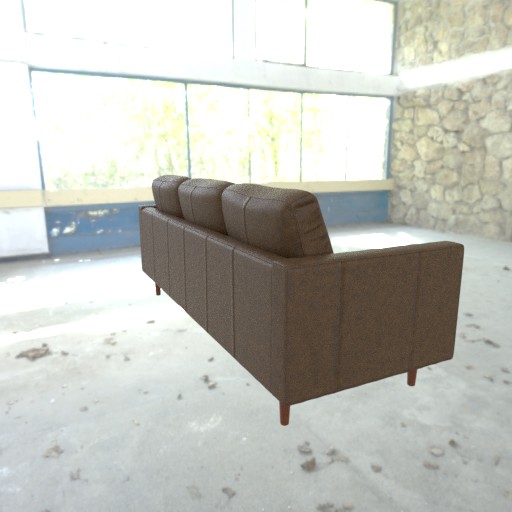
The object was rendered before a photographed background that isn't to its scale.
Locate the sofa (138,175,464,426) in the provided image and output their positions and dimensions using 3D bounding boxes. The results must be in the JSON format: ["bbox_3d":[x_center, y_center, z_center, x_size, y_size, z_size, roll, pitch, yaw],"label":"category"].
[{"bbox_3d":[0.000,0.000,2.686,0.903,0.930,2.231,-6,14,-26],"label":"sofa"}]
